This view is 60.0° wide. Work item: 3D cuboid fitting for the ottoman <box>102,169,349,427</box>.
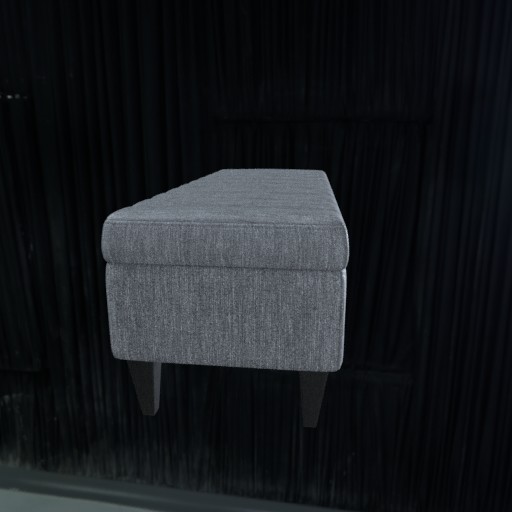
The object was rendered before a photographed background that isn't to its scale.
[{"bbox_3d":[0.000,0.000,1.413,0.482,0.469,1.151,2,15,7],"label":"ottoman"}]
